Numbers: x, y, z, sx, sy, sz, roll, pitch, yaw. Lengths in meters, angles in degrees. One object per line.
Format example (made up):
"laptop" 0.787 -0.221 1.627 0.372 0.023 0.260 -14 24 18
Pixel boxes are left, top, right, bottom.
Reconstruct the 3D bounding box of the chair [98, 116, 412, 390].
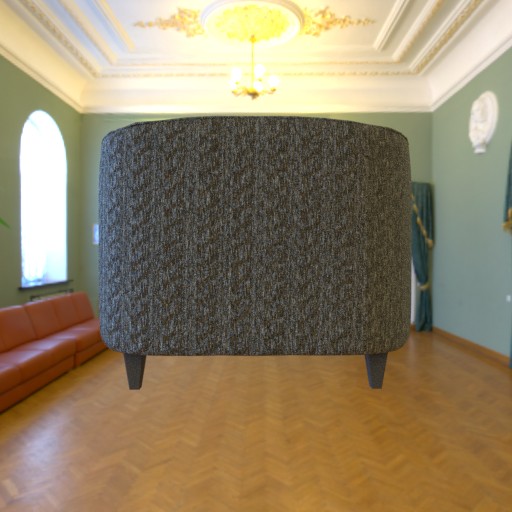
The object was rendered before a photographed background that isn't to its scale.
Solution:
"chair" 0.000 0.000 1.791 1.104 0.852 0.941 0 0 -1
